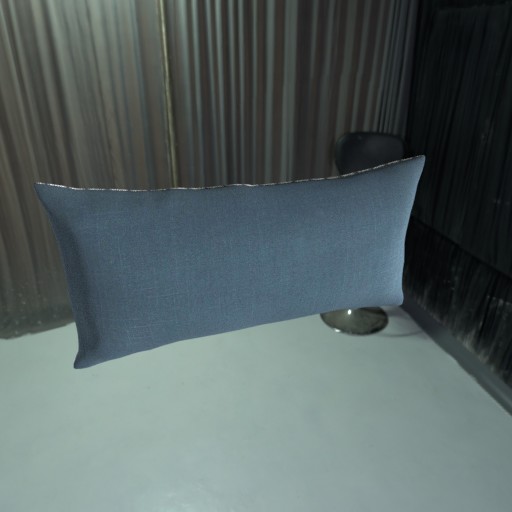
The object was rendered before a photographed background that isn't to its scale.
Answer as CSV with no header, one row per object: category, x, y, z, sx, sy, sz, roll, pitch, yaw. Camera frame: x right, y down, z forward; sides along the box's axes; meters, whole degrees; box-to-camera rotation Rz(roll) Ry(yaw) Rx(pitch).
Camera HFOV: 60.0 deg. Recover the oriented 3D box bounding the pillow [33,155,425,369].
pillow,0.000,0.000,0.726,0.609,0.305,0.151,-9,28,-17
